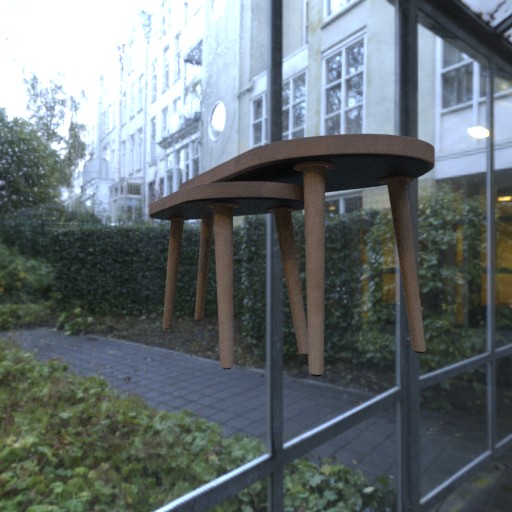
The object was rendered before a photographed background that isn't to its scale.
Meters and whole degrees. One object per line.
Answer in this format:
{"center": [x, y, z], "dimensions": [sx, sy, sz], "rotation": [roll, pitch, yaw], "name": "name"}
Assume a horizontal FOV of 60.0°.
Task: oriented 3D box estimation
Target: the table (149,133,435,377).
{"center": [0.000, 0.000, 1.559], "dimensions": [0.701, 0.595, 1.190], "rotation": [0, 0, -36], "name": "table"}
